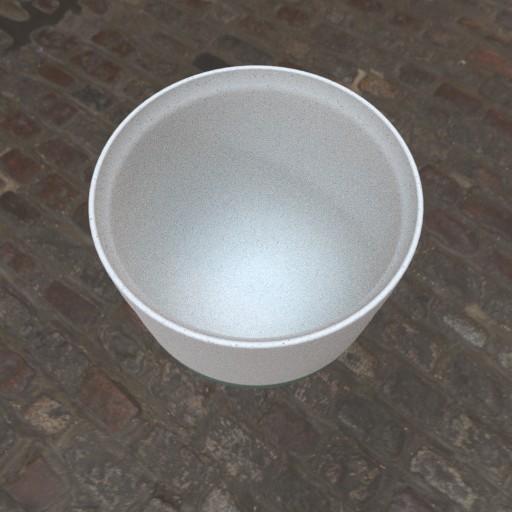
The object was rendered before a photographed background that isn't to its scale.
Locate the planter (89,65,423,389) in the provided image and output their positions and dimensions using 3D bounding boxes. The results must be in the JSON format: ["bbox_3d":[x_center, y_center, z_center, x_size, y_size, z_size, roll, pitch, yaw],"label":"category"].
[{"bbox_3d":[0.000,0.000,0.476,0.268,0.270,0.268,0,65,0],"label":"planter"}]
